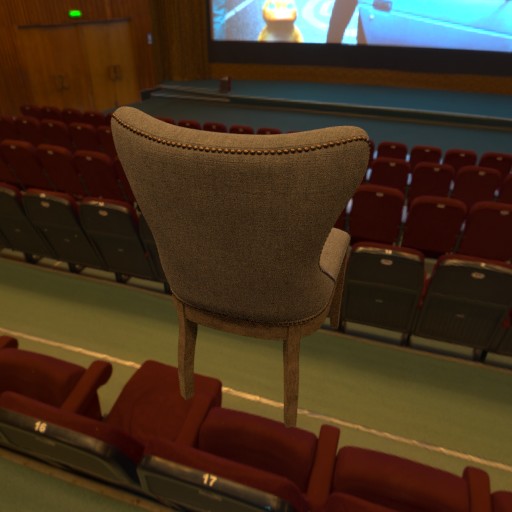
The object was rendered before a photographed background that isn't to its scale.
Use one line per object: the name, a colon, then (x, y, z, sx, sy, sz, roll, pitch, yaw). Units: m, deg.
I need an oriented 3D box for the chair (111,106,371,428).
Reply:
chair: (0.000, 0.000, 1.455, 0.654, 1.002, 0.681, 10, 33, 15)
